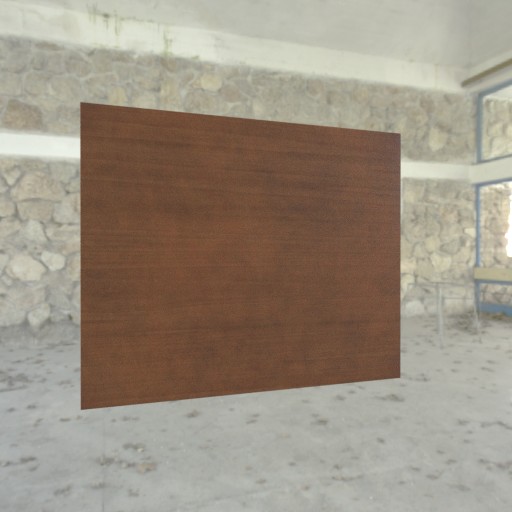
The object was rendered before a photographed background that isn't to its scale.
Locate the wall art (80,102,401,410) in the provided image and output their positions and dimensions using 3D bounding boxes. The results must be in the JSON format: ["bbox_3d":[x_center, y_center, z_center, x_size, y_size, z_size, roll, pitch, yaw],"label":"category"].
[{"bbox_3d":[0.000,0.000,0.759,0.558,0.457,0.033,0,0,-18],"label":"wall art"}]
